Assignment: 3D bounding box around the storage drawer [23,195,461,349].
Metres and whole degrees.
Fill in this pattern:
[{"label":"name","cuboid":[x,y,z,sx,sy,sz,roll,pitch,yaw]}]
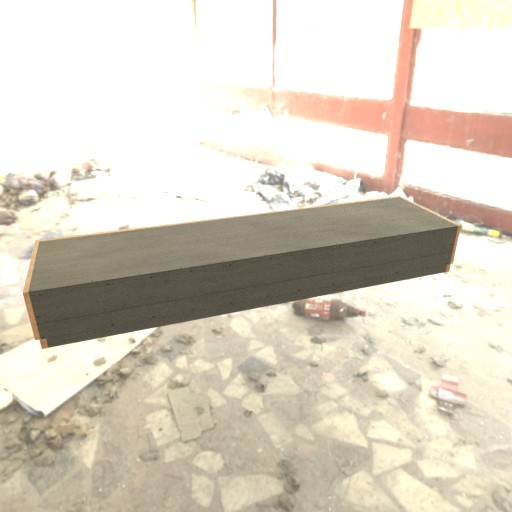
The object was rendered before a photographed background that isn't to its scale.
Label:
[{"label":"storage drawer","cuboid":[0.000,0.000,2.239,2.032,0.264,0.538,-9,27,-17]}]
